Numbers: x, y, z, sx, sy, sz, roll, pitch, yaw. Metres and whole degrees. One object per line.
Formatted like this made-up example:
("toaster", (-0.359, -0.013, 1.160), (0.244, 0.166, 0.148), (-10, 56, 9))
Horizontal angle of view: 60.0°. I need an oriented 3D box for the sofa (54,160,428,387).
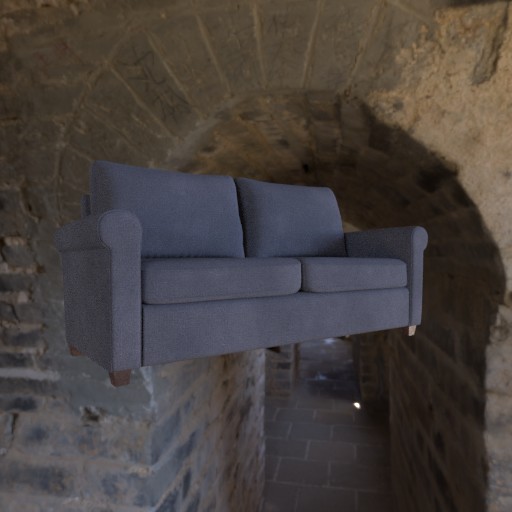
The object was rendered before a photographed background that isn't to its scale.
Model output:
("sofa", (0.000, 0.000, 2.423), (1.935, 0.942, 0.842), (0, 0, -35))
